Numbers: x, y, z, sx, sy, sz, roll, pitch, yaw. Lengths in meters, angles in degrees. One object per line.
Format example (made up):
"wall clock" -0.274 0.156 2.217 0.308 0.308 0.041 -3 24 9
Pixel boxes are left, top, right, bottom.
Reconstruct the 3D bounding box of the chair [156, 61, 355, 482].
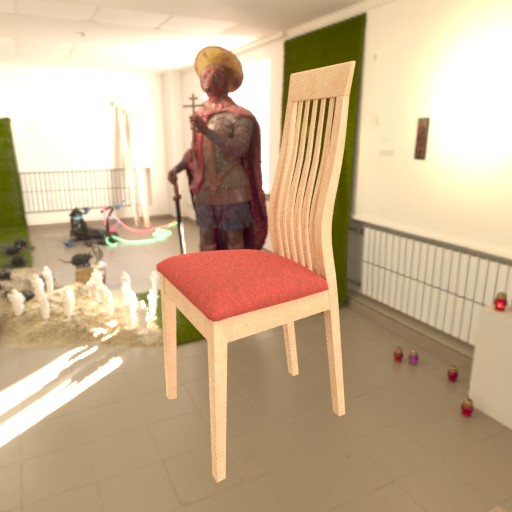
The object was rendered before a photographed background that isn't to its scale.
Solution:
"chair" 0.000 0.000 1.274 0.474 1.027 0.460 -8 18 -27
